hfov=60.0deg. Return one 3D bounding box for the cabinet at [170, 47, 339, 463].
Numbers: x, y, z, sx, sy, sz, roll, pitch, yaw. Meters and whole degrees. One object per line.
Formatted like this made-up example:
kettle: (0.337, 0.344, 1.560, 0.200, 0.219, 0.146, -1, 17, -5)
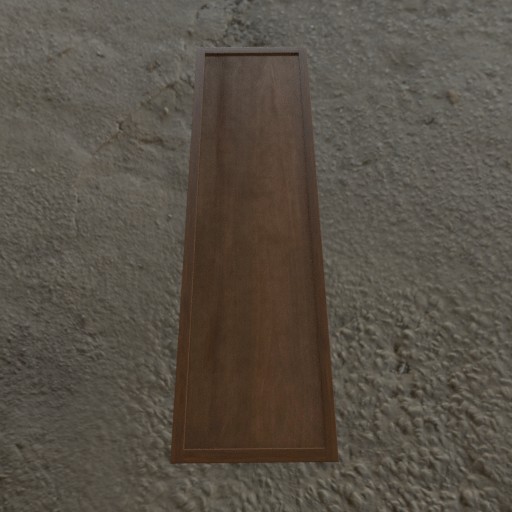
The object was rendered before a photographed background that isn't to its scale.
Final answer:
cabinet: (0.000, 0.000, 2.032, 0.522, 0.820, 1.708, 0, 66, 0)
